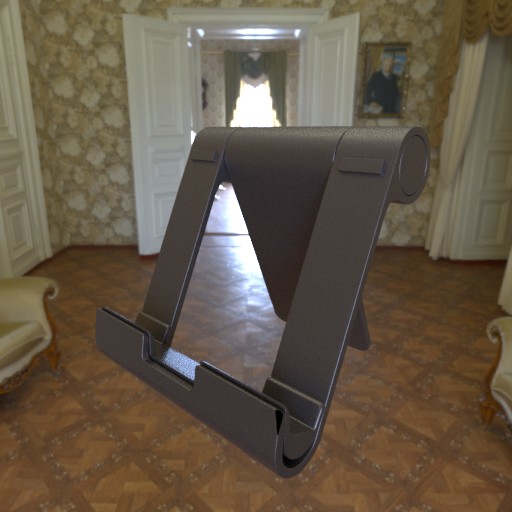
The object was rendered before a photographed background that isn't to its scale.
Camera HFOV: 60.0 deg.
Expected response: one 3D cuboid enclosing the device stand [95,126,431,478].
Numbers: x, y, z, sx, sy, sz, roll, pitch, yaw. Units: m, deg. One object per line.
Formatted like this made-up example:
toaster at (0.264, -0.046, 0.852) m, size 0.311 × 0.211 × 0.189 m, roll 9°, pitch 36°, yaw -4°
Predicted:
device stand at (0.000, 0.000, 0.149) m, size 0.088 × 0.084 × 0.079 m, roll 15°, pitch 22°, yaw 42°
